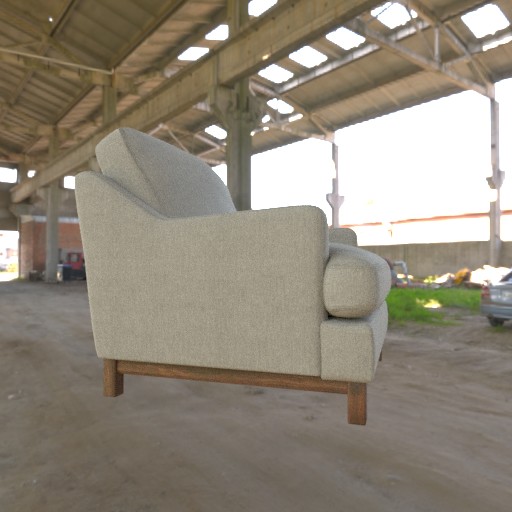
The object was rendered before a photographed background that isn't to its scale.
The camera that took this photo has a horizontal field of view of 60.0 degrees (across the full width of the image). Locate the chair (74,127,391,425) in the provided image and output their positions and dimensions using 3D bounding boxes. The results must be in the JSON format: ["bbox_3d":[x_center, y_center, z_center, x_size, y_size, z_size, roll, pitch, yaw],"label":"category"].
[{"bbox_3d":[0.000,0.000,1.549,0.892,0.821,0.826,0,-1,19],"label":"chair"}]
